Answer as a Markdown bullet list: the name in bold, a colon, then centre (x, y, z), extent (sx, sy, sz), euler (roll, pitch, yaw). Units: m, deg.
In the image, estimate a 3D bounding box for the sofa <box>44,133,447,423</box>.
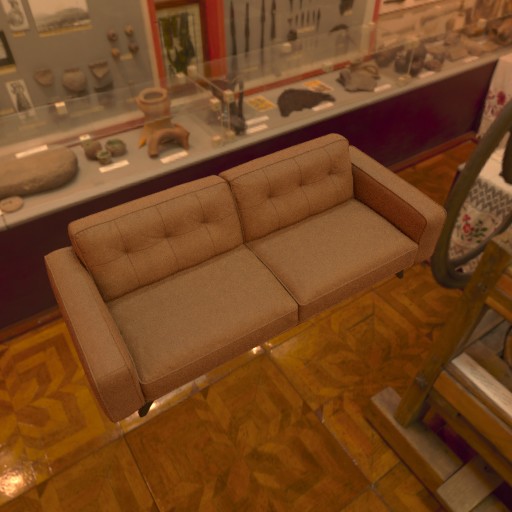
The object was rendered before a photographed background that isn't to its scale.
- **sofa**: centre (0.000, 0.000, 2.739), extent (2.270, 0.780, 0.953), euler (-24, 49, -22)
